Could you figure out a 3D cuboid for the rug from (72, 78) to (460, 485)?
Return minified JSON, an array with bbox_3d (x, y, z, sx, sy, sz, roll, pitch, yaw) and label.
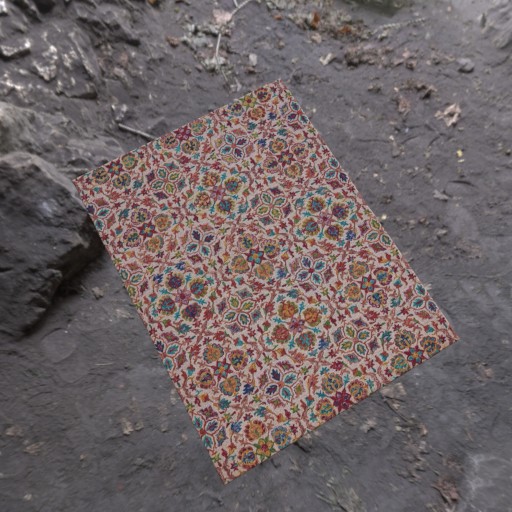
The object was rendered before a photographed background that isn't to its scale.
[{"bbox_3d":[0.000,0.000,4.251,2.446,0.020,3.215,-29,76,-8],"label":"rug"}]
